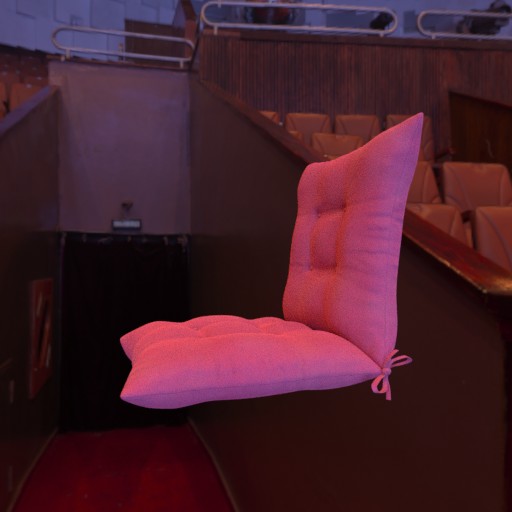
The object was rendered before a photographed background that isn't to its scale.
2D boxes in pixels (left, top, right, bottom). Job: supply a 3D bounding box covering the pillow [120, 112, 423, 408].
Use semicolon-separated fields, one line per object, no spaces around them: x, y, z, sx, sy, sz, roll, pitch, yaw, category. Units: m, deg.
0.000;0.000;0.991;0.585;0.536;0.541;0;0;-18;pillow
